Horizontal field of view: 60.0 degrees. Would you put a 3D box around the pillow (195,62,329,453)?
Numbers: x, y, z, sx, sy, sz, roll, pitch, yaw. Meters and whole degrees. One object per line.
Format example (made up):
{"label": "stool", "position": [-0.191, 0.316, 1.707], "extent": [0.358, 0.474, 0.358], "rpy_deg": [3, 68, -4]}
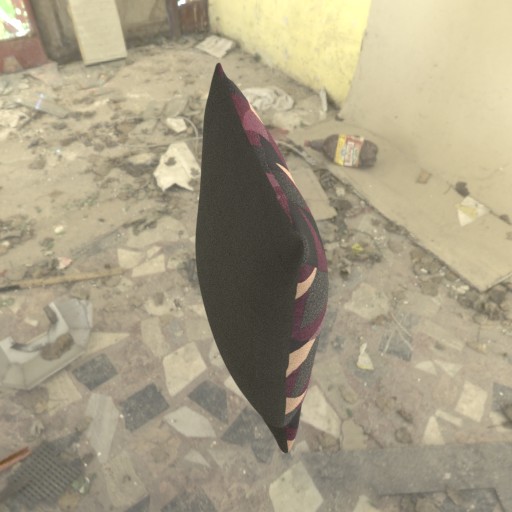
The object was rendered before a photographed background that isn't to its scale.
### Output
{"label": "pillow", "position": [0.000, 0.000, 0.776], "extent": [0.208, 0.496, 0.503], "rpy_deg": [-10, 46, -9]}
